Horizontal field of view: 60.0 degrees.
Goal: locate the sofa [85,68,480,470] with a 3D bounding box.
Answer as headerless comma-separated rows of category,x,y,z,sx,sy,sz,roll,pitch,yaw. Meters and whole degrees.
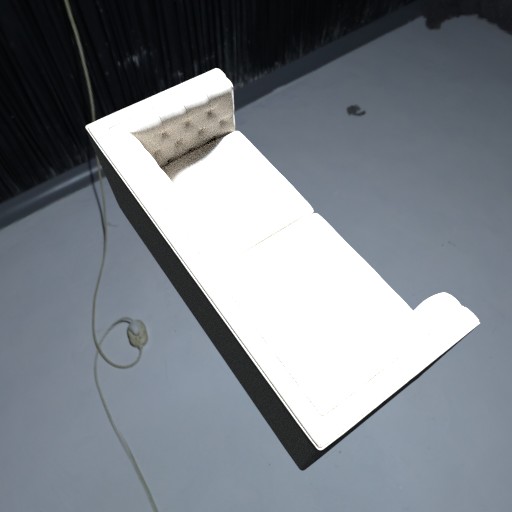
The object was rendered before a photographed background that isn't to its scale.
sofa,0.000,0.000,2.194,0.775,0.762,1.778,-31,64,-17
